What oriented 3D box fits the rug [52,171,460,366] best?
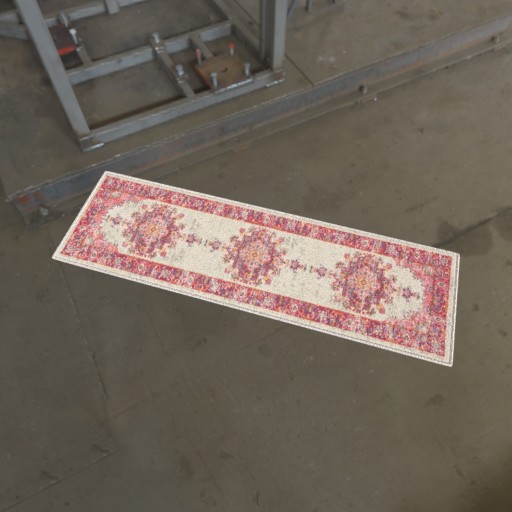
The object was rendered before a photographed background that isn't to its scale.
[{"bbox_3d":[0.000,0.000,2.068,1.824,0.009,0.562,14,60,8],"label":"rug"}]
